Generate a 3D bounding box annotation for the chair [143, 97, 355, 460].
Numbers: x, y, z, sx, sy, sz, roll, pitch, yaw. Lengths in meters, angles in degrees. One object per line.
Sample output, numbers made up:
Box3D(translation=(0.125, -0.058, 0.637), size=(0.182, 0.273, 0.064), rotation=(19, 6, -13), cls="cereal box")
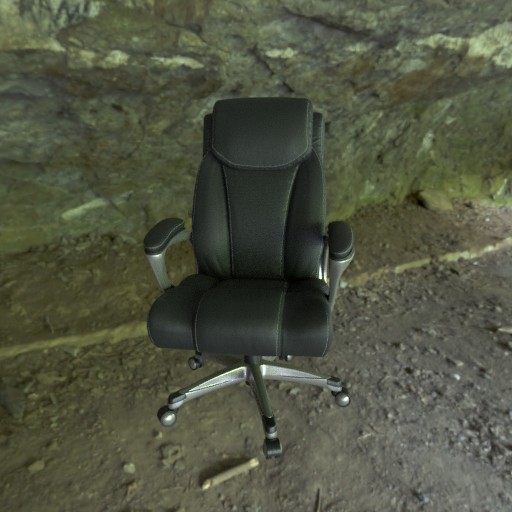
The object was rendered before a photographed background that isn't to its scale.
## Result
Box3D(translation=(0.000, 0.000, 1.638), size=(0.741, 1.167, 0.784), rotation=(2, 14, 7), cls="chair")
